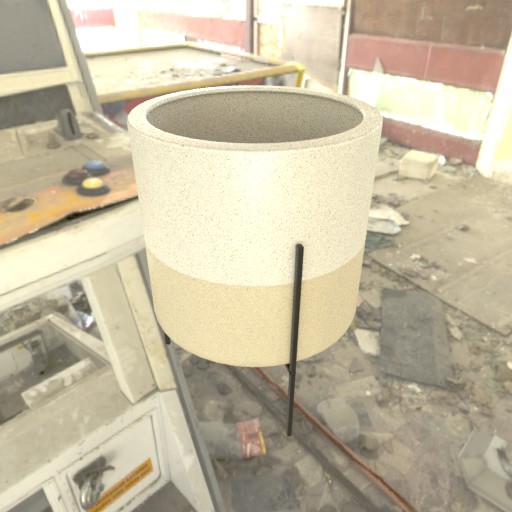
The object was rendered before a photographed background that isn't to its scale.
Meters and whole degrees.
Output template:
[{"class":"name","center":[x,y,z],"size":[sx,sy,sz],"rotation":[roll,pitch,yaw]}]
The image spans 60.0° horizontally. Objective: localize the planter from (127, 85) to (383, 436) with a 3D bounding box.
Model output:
[{"class":"planter","center":[0.000,0.000,0.754],"size":[0.359,0.484,0.368],"rotation":[-9,33,-15]}]
